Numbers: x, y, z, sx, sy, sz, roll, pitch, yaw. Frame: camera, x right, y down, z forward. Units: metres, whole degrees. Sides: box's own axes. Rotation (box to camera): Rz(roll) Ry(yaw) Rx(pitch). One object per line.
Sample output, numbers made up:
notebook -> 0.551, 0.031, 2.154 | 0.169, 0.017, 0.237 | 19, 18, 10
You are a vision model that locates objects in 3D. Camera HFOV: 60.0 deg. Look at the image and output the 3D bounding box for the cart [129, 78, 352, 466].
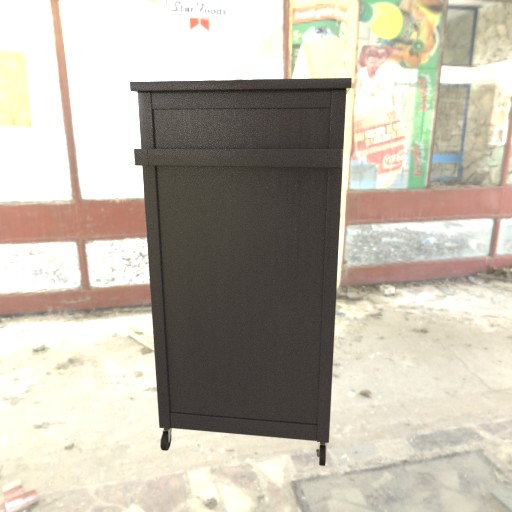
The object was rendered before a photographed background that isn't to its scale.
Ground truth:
cart -> 0.000, 0.000, 1.277 | 0.449, 0.878, 0.690 | 2, 15, 7
